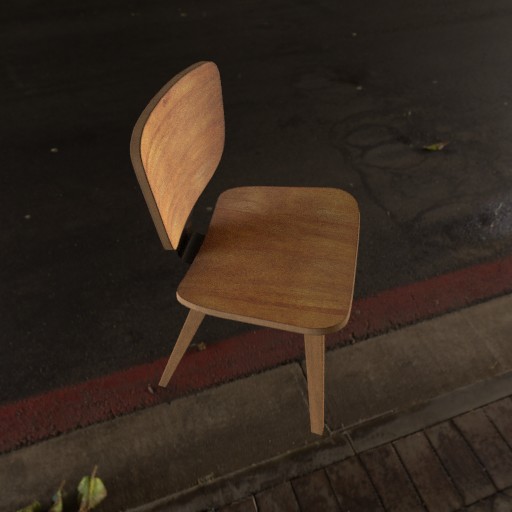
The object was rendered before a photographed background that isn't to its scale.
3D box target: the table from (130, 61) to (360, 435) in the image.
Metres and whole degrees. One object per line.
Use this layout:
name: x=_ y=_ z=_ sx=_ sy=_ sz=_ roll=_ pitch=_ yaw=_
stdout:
table: x=0.000 y=0.000 z=1.132 sx=0.500 sy=0.805 sz=0.499 roll=9 pitch=47 yaw=9
